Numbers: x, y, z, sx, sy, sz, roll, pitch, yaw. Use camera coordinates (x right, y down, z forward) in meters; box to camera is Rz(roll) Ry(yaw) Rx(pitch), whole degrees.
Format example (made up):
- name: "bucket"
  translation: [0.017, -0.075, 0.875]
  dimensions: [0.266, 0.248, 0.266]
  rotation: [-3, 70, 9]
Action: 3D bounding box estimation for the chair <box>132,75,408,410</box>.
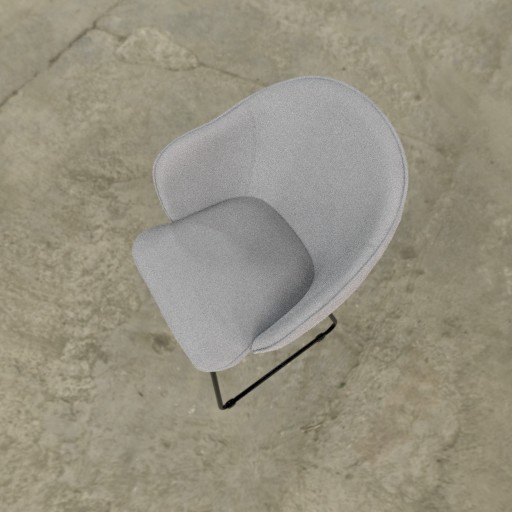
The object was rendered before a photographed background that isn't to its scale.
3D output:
- name: "chair"
  translation: [0.000, 0.000, 1.218]
  dimensions: [0.592, 0.817, 0.570]
  rotation: [-30, 67, -14]
